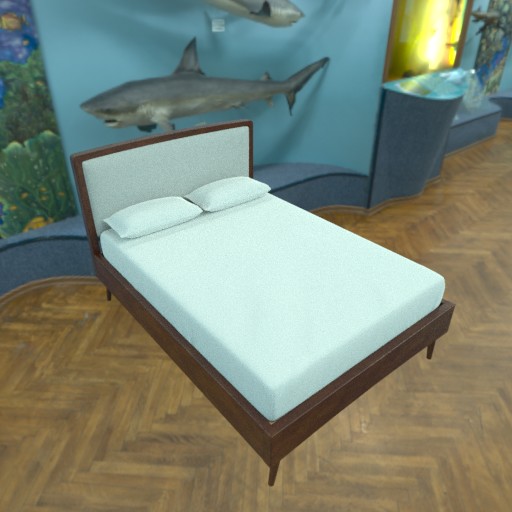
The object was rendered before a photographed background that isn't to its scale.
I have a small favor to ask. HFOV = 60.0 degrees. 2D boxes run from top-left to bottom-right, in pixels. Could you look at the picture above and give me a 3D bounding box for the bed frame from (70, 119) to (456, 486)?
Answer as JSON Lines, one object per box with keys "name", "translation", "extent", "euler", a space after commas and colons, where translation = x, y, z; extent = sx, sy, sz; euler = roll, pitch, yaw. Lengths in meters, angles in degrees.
{"name": "bed frame", "translation": [0.000, 0.000, 3.098], "extent": [1.587, 1.279, 2.171], "euler": [-23, 38, -33]}
